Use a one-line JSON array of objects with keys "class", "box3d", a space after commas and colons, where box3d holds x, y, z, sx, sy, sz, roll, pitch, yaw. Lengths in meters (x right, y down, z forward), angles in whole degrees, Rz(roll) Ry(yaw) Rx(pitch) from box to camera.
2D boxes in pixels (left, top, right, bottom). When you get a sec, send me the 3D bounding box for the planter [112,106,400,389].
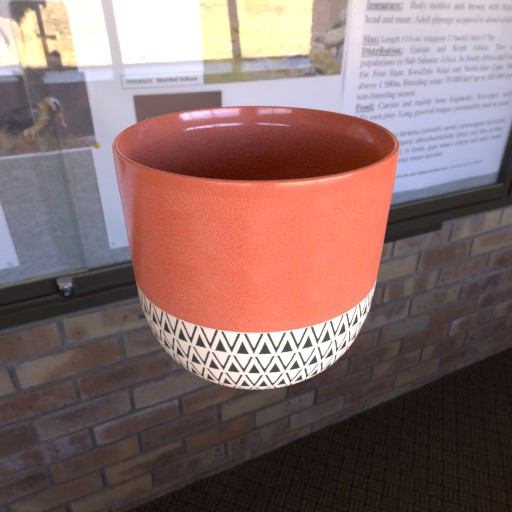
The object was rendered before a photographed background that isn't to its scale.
[{"class": "planter", "box3d": [0.000, 0.000, 0.491, 0.266, 0.270, 0.266, 0, 30, 0]}]
